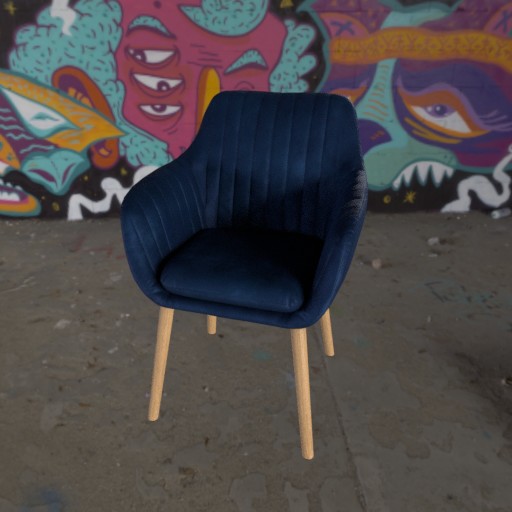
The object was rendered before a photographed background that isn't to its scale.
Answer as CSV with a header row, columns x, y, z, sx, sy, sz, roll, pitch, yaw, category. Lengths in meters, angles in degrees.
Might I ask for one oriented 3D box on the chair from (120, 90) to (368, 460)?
x,y,z,sx,sy,sz,roll,pitch,yaw,category
0.000,0.000,1.249,0.578,0.826,0.573,7,27,15,chair
